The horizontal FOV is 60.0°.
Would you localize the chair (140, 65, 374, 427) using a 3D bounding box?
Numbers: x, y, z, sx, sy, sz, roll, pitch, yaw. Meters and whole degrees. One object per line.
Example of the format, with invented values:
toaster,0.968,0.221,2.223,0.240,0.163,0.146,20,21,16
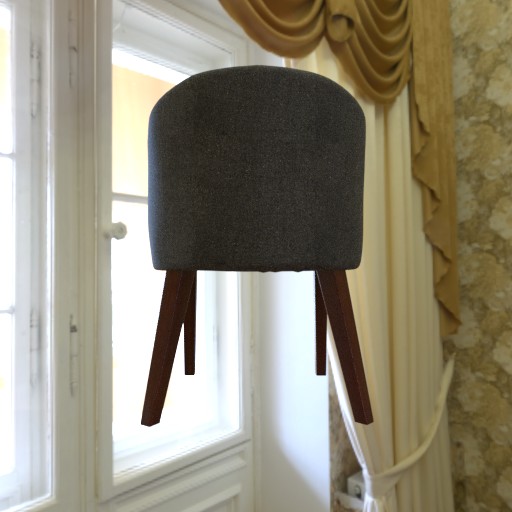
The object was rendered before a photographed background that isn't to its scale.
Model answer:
chair,0.000,0.000,1.250,0.583,0.811,0.655,0,-1,-1
